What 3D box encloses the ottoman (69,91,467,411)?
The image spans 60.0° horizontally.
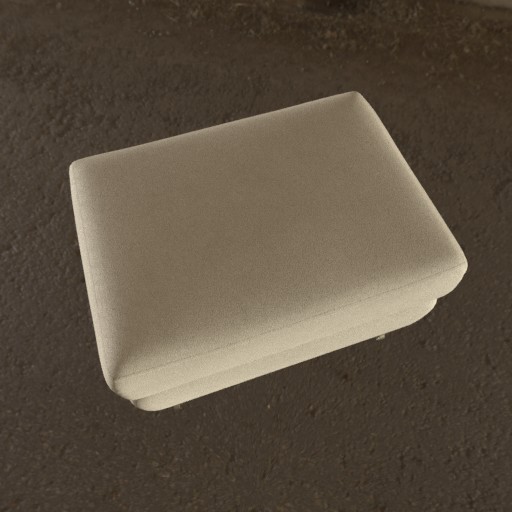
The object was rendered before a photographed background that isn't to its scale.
[{"bbox_3d":[0.000,0.000,1.145,0.773,0.499,0.569,-17,63,-9],"label":"ottoman"}]
